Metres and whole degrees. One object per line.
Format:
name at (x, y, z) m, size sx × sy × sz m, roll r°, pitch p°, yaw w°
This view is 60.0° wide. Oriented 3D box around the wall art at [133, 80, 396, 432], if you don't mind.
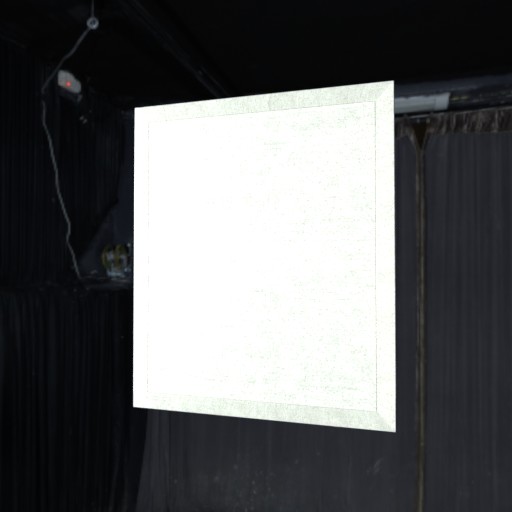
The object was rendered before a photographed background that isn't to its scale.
wall art at (0.000, 0.000, 0.636) m, size 0.381 × 0.457 × 0.023 m, roll 0°, pitch -1°, yaw 16°
